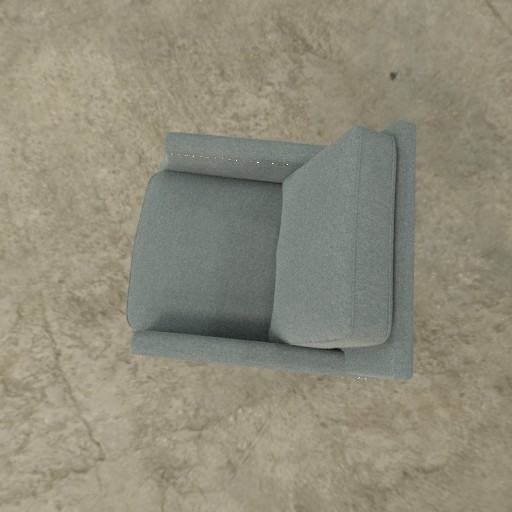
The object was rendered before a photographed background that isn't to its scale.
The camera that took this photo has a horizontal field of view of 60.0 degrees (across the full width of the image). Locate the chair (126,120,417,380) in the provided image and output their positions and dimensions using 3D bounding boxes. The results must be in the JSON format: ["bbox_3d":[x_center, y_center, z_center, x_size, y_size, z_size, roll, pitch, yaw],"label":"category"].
[{"bbox_3d":[0.000,0.000,1.812,1.031,1.031,0.885,6,76,1],"label":"chair"}]
